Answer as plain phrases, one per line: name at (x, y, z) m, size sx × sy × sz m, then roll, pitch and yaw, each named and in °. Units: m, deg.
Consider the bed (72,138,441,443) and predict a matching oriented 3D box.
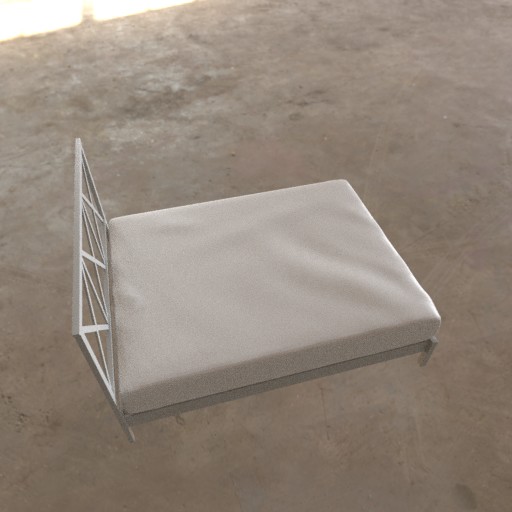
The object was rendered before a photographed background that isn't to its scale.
bed at (0.000, 0.000, 3.152) m, size 2.135 × 1.253 × 1.673 m, roll -11°, pitch 47°, yaw -11°
